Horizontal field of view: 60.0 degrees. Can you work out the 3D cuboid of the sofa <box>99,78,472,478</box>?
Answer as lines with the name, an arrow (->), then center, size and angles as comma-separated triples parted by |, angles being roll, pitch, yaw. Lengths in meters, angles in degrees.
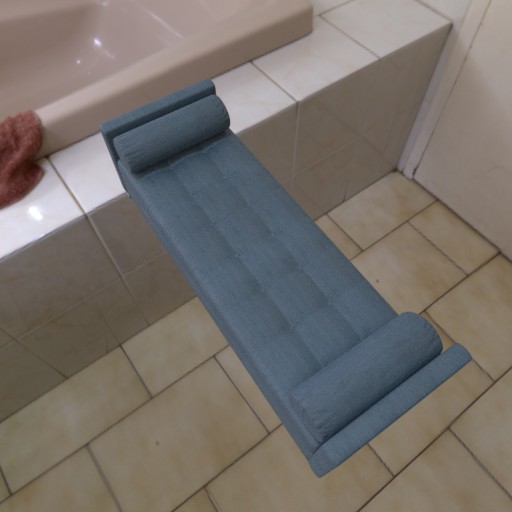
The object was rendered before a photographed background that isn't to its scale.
sofa -> 0.000, 0.000, 2.269 | 0.686, 0.635, 1.981 | -30, 64, -17
